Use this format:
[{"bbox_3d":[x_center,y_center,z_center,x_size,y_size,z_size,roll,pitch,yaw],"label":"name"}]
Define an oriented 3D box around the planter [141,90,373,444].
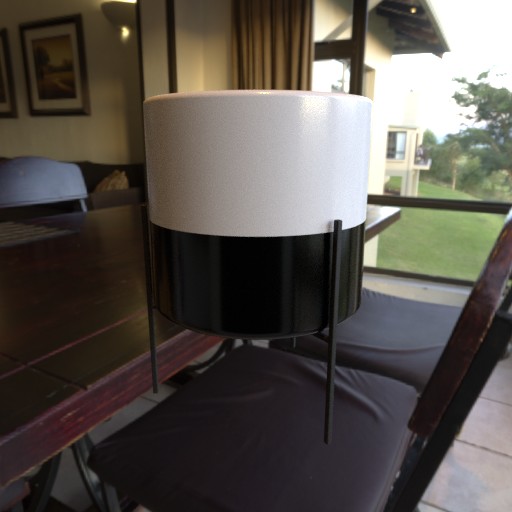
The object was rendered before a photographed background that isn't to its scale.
[{"bbox_3d":[0.000,0.000,0.654,0.310,0.432,0.310,3,15,10],"label":"planter"}]
